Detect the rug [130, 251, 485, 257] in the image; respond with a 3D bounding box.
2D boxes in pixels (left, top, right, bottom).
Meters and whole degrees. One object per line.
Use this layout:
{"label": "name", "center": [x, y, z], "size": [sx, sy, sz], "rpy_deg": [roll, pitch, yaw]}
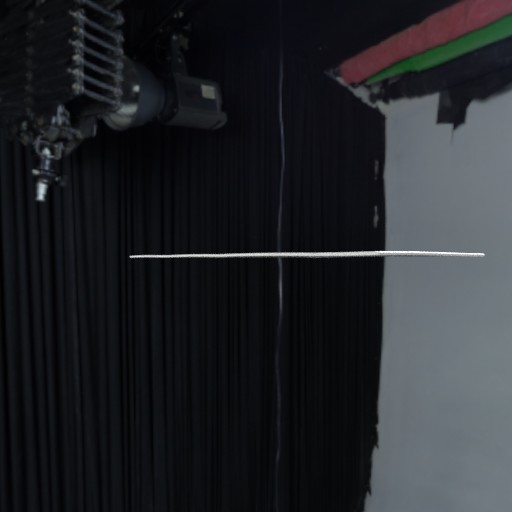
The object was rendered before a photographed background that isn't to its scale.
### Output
{"label": "rug", "center": [0.000, 0.000, 2.408], "size": [0.645, 0.015, 2.182], "rpy_deg": [0, 0, -35]}
